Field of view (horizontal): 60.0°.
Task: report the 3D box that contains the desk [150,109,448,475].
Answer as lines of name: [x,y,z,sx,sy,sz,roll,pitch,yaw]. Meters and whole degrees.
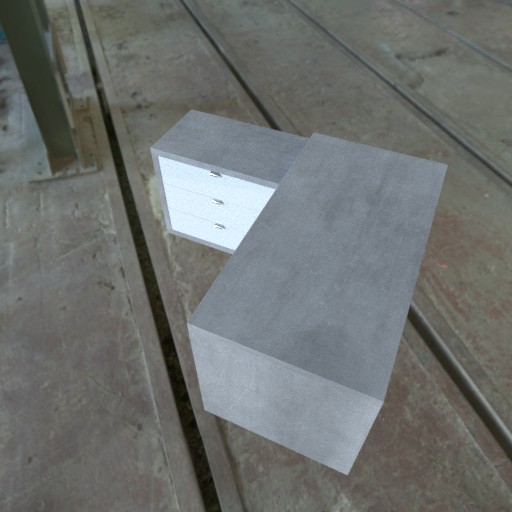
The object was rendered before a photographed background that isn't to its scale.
desk: [0.000,0.000,2.276,1.500,0.740,1.400,19,50,16]
